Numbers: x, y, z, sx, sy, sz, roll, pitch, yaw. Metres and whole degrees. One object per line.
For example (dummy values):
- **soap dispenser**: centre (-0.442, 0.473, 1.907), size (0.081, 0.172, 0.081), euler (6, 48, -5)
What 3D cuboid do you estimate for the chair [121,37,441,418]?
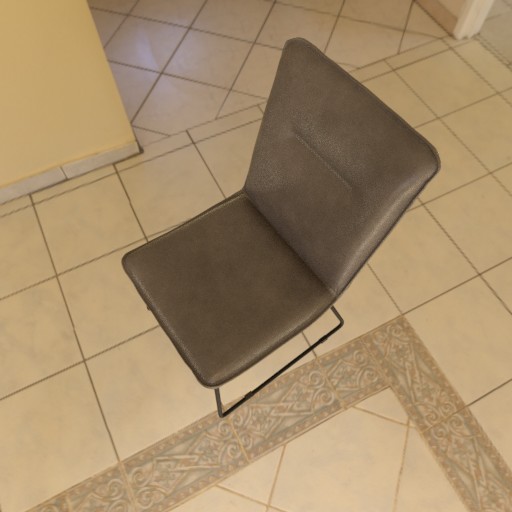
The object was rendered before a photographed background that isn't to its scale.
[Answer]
- **chair**: centre (0.000, 0.000, 1.334), size (0.688, 0.932, 0.515), euler (-33, 67, -16)
